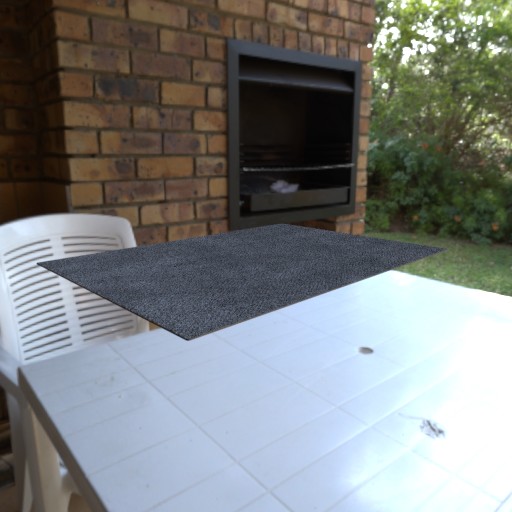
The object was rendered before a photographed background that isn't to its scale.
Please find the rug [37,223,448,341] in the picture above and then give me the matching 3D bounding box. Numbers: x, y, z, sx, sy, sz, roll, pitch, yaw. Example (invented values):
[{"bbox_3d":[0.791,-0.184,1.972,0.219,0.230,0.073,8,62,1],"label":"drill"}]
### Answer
[{"bbox_3d":[0.000,0.000,2.933,2.235,0.008,1.600,-12,18,-43],"label":"rug"}]
